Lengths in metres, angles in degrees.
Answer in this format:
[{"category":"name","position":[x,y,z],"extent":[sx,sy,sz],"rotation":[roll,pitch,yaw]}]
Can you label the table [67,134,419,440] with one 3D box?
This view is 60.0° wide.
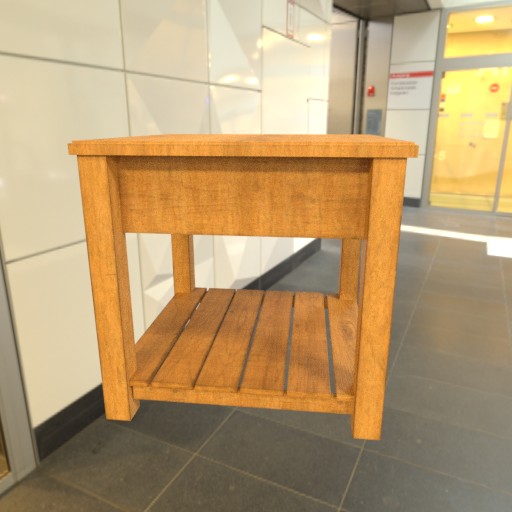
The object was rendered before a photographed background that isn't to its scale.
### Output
[{"category":"table","position":[0.000,0.000,1.142],"extent":[0.616,0.593,0.612],"rotation":[2,17,6]}]
